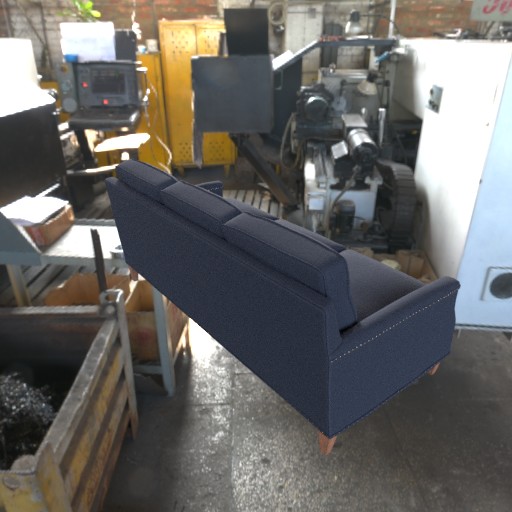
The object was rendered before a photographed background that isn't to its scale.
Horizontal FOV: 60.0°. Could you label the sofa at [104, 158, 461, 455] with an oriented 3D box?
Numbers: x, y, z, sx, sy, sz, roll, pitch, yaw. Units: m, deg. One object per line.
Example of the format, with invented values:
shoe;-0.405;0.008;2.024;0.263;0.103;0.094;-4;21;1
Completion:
sofa;0.000;0.000;2.851;1.084;1.003;2.246;-20;33;-34
